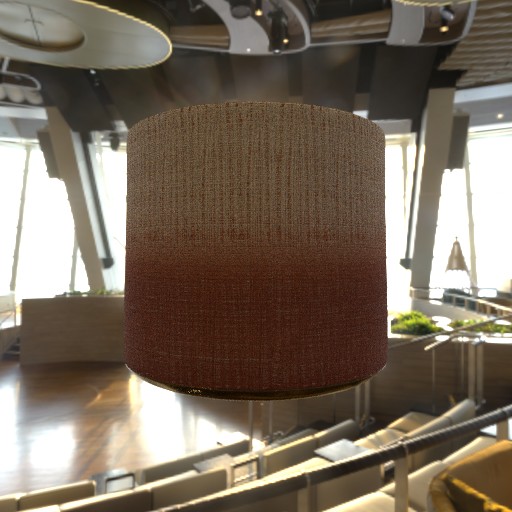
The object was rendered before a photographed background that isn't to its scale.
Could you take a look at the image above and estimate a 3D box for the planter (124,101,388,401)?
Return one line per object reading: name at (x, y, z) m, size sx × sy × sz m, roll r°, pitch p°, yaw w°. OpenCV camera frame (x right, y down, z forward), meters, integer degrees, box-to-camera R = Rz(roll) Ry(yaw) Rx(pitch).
planter at (0.000, 0.000, 0.311) m, size 0.178 × 0.157 × 0.178 m, roll 0°, pitch 0°, yaw 0°
